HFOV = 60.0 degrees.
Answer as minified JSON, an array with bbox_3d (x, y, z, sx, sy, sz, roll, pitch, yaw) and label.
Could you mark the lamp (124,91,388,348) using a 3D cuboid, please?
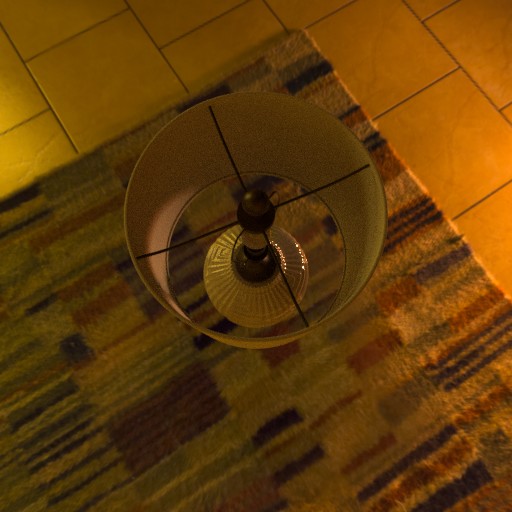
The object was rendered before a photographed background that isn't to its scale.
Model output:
[{"bbox_3d":[0.000,0.000,0.775,0.318,0.567,0.318,0,77,0],"label":"lamp"}]
